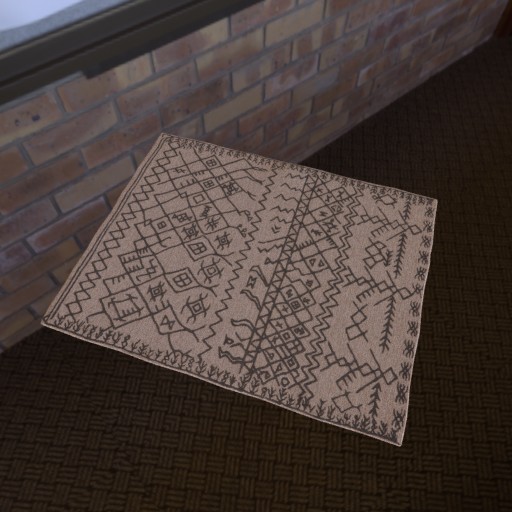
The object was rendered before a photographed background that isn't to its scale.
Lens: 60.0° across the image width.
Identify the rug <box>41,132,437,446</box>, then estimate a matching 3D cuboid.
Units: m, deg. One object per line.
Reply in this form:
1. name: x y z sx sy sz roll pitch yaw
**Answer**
1. rug: 0.000 0.000 3.282 2.455 0.025 1.964 16 59 10
